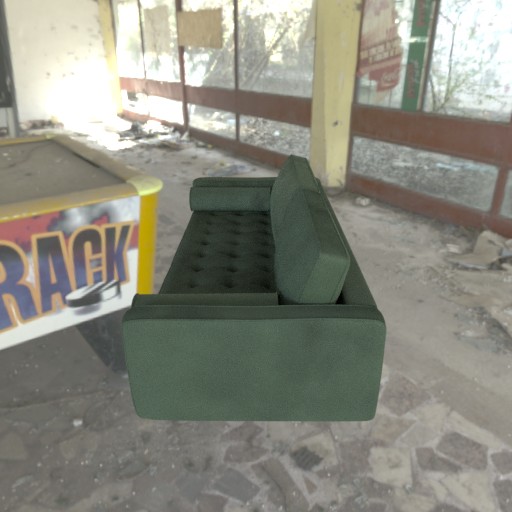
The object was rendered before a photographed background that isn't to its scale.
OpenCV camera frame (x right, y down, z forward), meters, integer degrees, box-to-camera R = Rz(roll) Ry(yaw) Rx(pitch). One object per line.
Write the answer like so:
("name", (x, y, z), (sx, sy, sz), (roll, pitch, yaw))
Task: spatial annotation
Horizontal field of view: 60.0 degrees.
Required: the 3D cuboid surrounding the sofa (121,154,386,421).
("sofa", (0.000, 0.000, 2.391), (0.916, 0.772, 1.880), (0, 25, 1))
